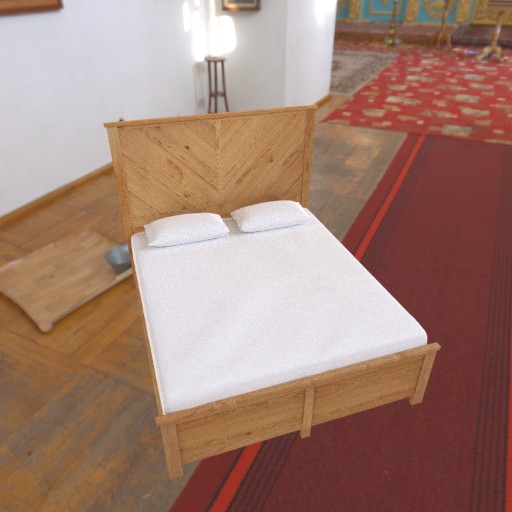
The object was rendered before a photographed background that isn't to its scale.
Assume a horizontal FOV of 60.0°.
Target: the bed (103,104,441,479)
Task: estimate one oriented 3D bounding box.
[{"bbox_3d":[0.000,0.000,4.041,2.225,1.938,2.530,-10,34,-16],"label":"bed"}]
